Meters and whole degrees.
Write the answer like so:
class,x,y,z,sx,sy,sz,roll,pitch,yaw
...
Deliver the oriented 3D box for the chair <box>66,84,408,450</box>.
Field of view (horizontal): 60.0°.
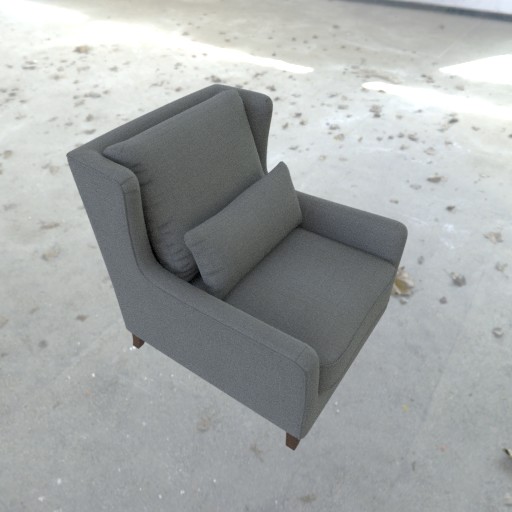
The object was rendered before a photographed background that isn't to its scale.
class,x,y,z,sx,sy,sz,roll,pitch,yaw
chair,0.000,0.000,1.840,1.040,1.056,0.866,24,46,26
